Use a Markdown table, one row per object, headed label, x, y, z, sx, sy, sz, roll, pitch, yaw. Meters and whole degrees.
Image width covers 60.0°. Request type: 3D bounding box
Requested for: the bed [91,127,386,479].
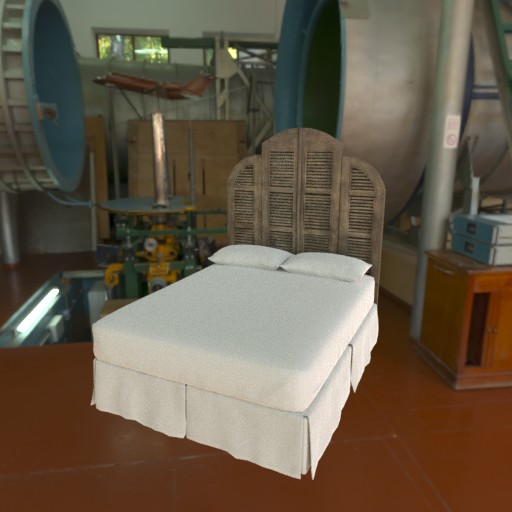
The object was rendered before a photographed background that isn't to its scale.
| label | x | y | z | sx | sy | sz | roll | pitch | yaw |
| --- | --- | --- | --- | --- | --- | --- | --- | --- | --- |
| bed | 0.000 | 0.000 | 3.541 | 1.713 | 2.019 | 2.138 | 7 | 16 | 25 |
